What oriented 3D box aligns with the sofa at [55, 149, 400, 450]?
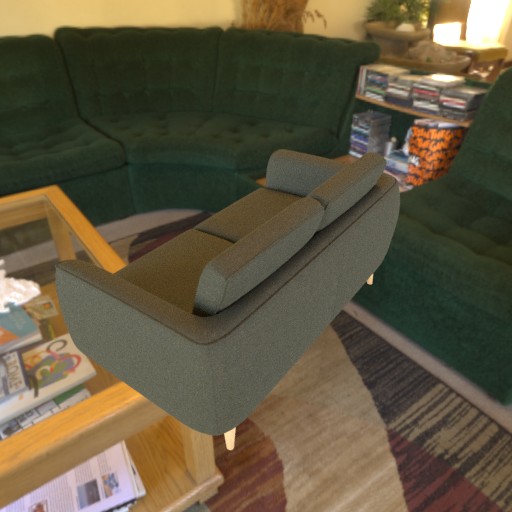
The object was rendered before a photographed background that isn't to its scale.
[{"bbox_3d":[0.000,0.000,2.246,0.920,0.850,1.700,22,39,29],"label":"sofa"}]
